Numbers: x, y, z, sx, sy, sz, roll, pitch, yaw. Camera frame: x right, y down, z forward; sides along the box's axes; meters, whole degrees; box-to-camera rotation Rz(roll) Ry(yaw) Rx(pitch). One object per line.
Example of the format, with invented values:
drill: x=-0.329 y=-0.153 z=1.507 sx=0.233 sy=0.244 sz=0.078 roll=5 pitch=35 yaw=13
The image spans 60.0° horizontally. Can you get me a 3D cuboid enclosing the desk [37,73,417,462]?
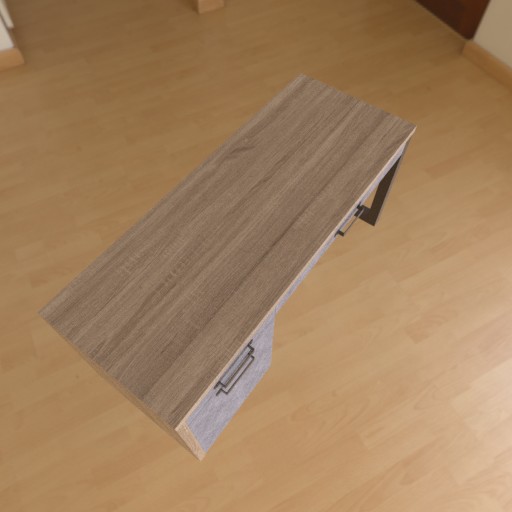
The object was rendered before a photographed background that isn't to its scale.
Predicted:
desk: x=0.000 y=0.000 z=2.162 sx=0.690 sy=0.760 sz=1.700 roll=32 pitch=63 yaw=18
